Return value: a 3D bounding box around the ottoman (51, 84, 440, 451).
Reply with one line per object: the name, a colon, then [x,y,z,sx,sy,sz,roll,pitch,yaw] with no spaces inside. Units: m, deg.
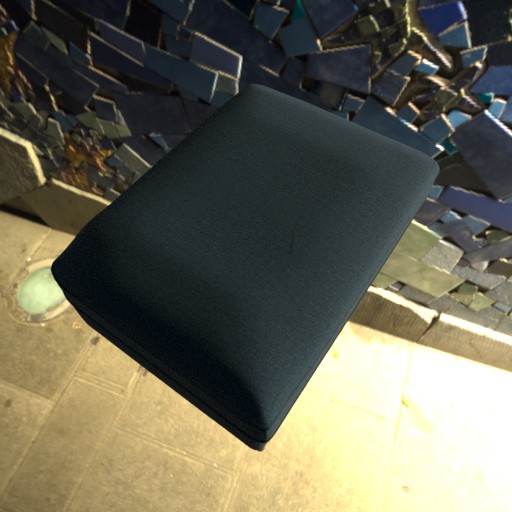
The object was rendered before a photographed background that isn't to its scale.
ottoman: [0.000,0.000,1.244,0.629,0.503,0.835,30,62,19]
